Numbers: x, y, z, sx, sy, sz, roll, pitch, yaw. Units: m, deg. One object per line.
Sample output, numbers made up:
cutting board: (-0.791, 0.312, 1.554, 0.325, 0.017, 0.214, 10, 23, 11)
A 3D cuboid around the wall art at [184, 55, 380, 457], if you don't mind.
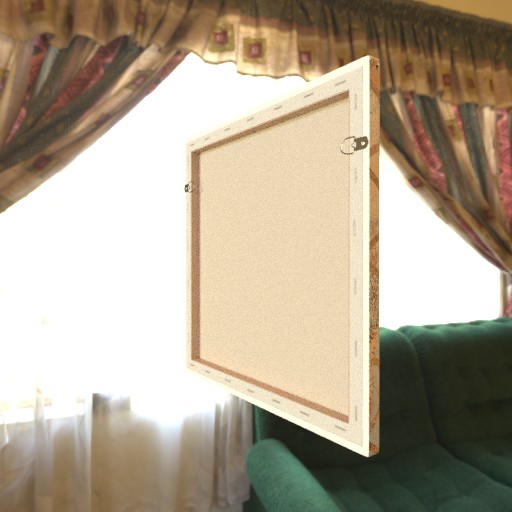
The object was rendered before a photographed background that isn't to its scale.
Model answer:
wall art: (0.000, 0.000, 1.377, 0.039, 0.914, 0.912, 0, 0, -36)
